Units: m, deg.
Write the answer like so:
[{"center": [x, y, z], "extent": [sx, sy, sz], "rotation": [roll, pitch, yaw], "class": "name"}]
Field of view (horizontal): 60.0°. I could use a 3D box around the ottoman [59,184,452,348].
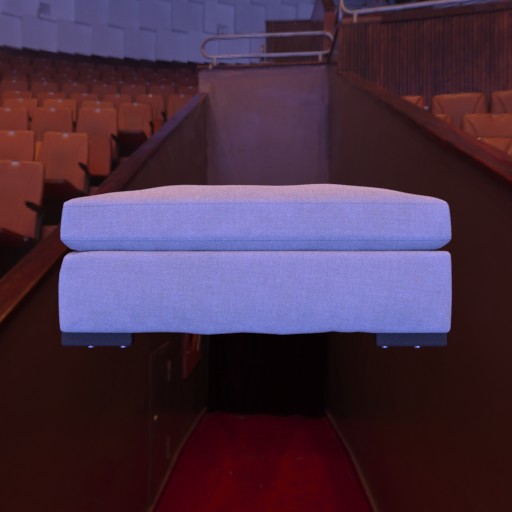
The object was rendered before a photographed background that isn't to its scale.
[{"center": [0.000, 0.000, 1.850], "extent": [1.171, 0.517, 1.203], "rotation": [0, 1, 0], "class": "ottoman"}]
